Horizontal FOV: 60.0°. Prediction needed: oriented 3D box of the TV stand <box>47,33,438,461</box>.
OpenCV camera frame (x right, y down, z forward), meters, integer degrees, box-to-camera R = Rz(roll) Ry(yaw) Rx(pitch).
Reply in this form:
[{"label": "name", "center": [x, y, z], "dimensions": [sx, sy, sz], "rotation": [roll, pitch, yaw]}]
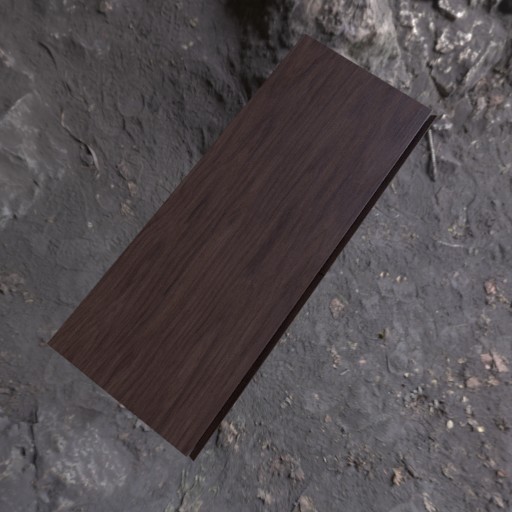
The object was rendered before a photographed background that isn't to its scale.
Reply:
[{"label": "TV stand", "center": [0.000, 0.000, 1.353], "dimensions": [0.405, 0.660, 0.990], "rotation": [35, 78, 8]}]
